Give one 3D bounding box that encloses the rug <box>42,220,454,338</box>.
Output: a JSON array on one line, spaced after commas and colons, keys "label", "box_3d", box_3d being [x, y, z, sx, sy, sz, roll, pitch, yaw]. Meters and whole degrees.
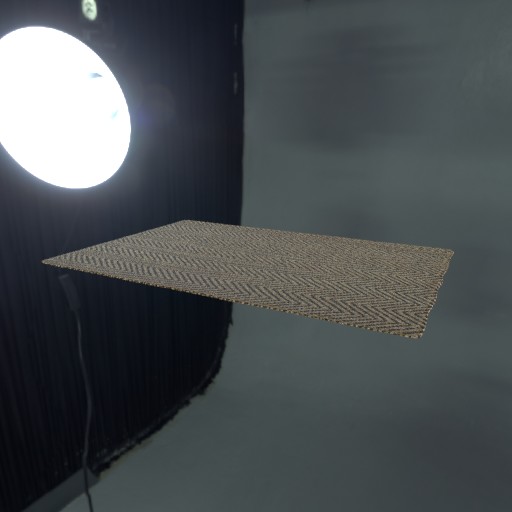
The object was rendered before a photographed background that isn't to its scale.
[{"label": "rug", "box_3d": [0.000, 0.000, 2.334, 1.828, 0.008, 1.219, 8, 18, 27]}]
